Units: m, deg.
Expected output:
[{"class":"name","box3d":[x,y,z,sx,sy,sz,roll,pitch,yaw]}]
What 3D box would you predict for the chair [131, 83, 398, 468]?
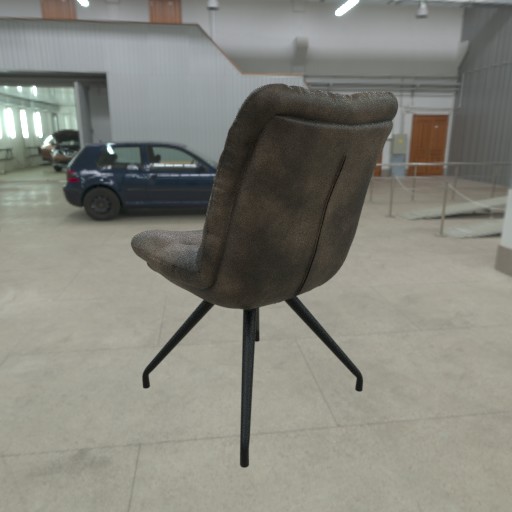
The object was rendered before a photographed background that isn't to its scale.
[{"class":"chair","box3d":[0.000,0.000,1.266,0.549,0.870,0.622,-14,21,-41]}]
